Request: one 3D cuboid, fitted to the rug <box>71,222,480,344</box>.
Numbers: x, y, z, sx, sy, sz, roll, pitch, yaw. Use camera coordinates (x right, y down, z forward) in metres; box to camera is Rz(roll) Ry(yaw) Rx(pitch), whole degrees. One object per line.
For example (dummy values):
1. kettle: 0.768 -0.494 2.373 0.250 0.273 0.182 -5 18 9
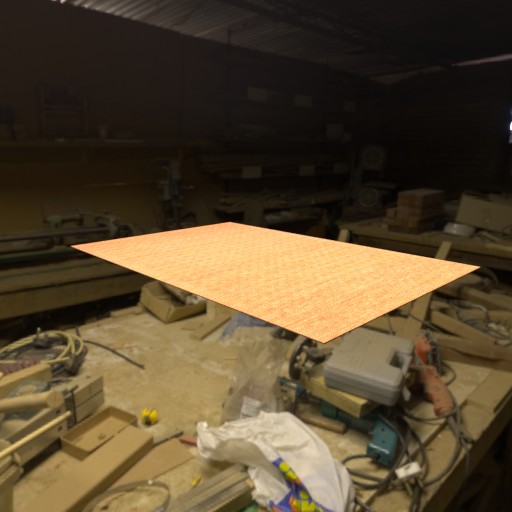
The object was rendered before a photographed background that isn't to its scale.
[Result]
1. rug: 0.000 0.000 2.933 1.524 0.006 2.285 -13 19 -43
